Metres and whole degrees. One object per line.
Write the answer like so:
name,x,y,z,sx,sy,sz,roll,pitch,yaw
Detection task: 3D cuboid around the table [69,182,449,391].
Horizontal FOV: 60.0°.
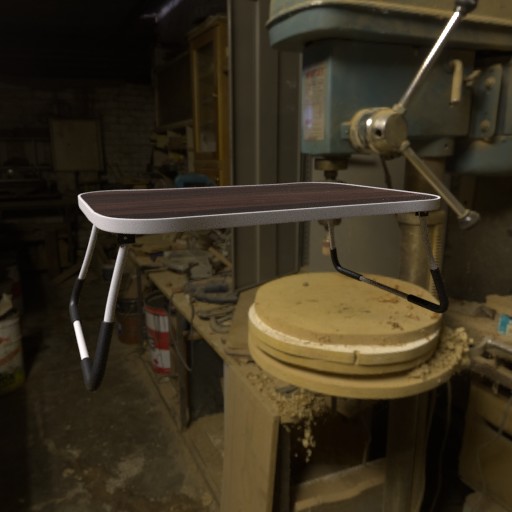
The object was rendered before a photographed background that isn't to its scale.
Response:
table,0.000,0.000,0.843,0.660,0.232,0.400,-7,15,-25
